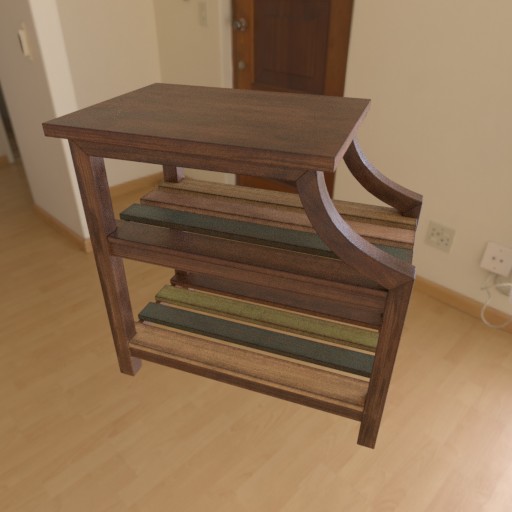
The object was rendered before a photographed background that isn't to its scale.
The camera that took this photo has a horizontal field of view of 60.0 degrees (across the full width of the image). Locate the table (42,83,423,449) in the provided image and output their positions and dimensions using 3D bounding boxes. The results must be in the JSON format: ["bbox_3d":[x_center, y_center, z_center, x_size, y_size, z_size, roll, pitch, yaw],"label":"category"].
[{"bbox_3d":[0.000,0.000,0.924,0.609,0.584,0.356,11,33,17],"label":"table"}]
